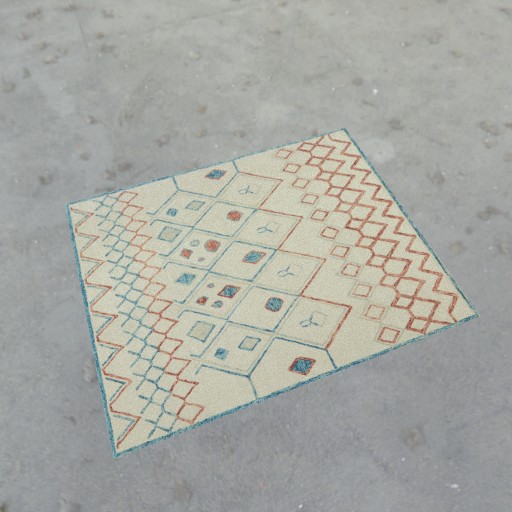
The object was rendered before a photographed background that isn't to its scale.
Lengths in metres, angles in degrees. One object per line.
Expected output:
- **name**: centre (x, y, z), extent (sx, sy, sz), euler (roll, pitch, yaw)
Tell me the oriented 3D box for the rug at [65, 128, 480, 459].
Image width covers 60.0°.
- **rug**: centre (0.000, 0.000, 3.994), extent (3.050, 0.016, 2.441), euler (-18, 59, -11)
